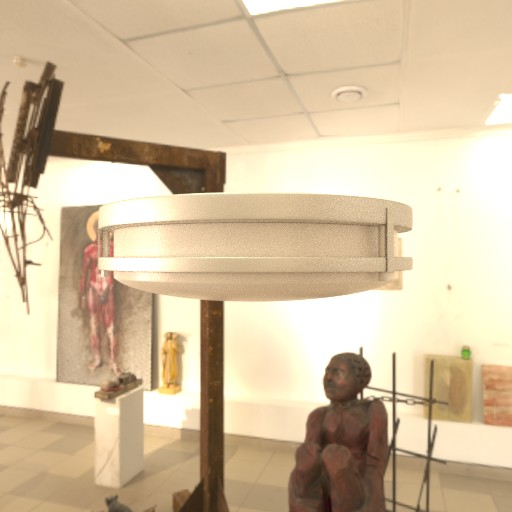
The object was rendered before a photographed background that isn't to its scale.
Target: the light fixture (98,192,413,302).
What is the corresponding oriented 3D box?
[{"bbox_3d":[0.000,0.000,0.531,0.356,0.102,0.356,0,0,0],"label":"light fixture"}]
